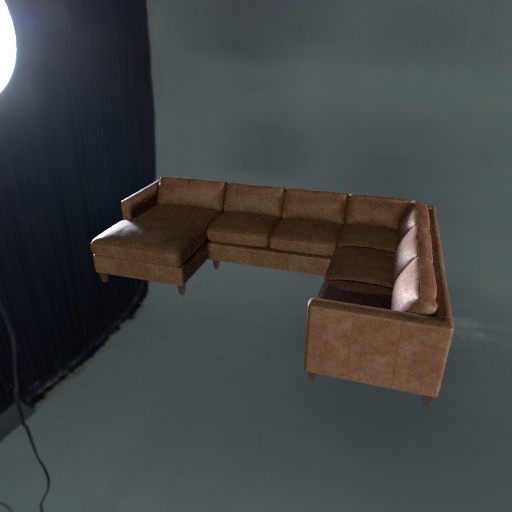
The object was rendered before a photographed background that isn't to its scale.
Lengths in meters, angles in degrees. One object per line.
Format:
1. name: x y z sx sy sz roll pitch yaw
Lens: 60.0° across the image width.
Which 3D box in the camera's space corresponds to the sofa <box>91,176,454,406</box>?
1. sofa: 0.000 0.000 4.442 3.401 0.832 2.430 8 27 15
